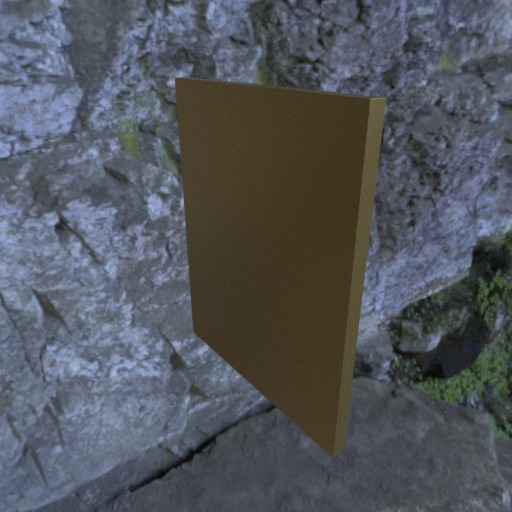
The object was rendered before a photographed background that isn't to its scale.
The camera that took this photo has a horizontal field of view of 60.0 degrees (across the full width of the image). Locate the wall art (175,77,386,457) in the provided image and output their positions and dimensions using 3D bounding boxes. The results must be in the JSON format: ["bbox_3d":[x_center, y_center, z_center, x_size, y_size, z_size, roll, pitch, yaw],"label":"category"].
[{"bbox_3d":[0.000,0.000,1.057,0.038,0.762,0.610,-18,31,-34],"label":"wall art"}]
